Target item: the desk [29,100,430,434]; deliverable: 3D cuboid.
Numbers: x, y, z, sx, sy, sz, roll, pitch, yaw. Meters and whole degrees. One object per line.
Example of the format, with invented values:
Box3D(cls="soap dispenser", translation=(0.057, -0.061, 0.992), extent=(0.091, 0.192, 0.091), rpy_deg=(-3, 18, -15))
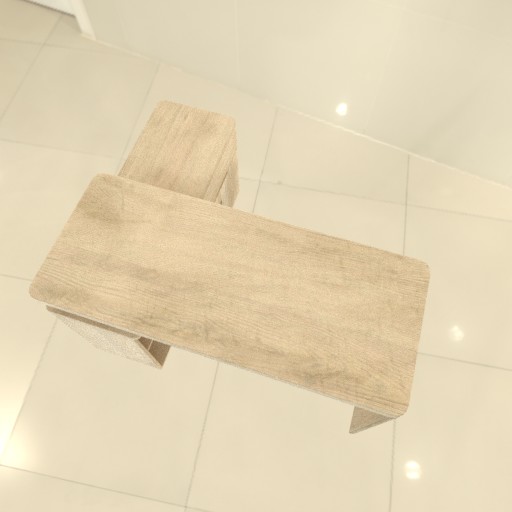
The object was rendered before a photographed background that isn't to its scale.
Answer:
Box3D(cls="desk", translation=(0.000, 0.000, 2.112), extent=(1.400, 0.770, 1.175), rpy_deg=(16, 65, 8))
